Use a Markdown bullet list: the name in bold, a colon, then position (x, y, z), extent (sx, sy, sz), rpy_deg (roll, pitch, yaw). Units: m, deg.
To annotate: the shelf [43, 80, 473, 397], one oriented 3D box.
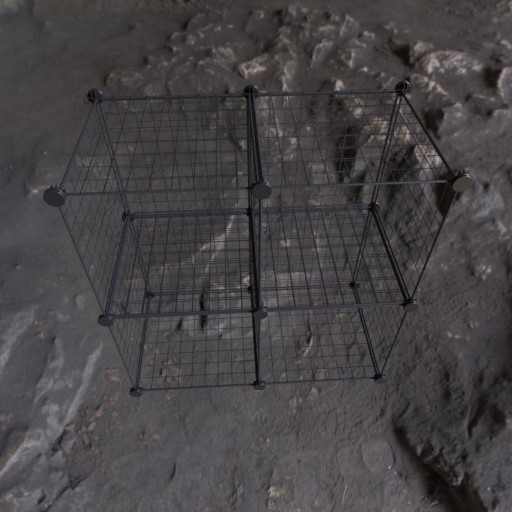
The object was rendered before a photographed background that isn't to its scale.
- **shelf**: position (0.000, 0.000, 1.101), extent (0.711, 0.711, 0.356), rpy_deg (-2, 46, -2)
